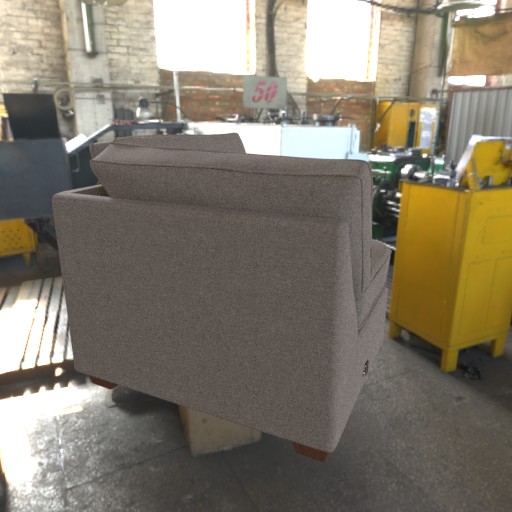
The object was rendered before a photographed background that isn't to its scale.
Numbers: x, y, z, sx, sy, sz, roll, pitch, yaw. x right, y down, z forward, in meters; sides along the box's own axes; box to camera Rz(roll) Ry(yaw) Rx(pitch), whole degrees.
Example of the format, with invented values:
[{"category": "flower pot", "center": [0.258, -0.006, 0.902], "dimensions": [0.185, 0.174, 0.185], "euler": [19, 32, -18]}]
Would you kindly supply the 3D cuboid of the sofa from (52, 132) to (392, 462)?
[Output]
[{"category": "sofa", "center": [0.000, 0.000, 1.808], "dimensions": [1.050, 0.951, 1.042], "euler": [9, 19, 26]}]
